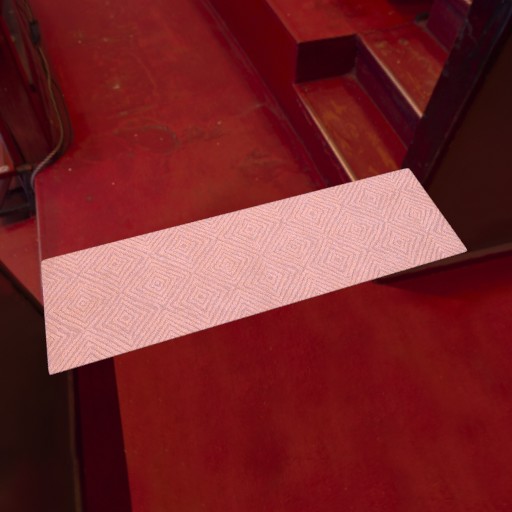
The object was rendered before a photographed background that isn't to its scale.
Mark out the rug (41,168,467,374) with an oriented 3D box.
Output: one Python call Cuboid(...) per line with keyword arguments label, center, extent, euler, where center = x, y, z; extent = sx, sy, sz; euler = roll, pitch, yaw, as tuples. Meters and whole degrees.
Cuboid(label="rug", center=(0.000, 0.000, 2.468), extent=(2.277, 0.008, 0.676), euler=(-15, 58, -10))
